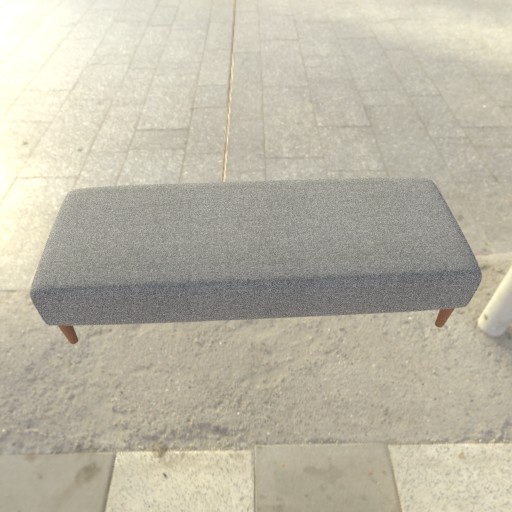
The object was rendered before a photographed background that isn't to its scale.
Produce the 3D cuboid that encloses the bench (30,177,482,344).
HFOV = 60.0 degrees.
[{"bbox_3d":[0.000,0.000,1.856,1.598,0.384,0.631,-2,46,-2],"label":"bench"}]
